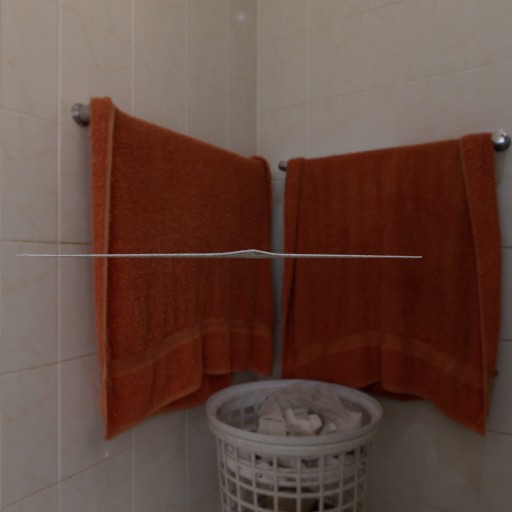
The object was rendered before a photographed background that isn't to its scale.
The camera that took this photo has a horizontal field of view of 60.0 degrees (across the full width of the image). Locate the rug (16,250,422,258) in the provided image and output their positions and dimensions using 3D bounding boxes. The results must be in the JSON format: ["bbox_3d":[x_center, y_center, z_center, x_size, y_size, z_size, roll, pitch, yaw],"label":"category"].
[{"bbox_3d":[0.000,0.000,2.277,1.209,0.019,1.828,0,0,34],"label":"rug"}]
